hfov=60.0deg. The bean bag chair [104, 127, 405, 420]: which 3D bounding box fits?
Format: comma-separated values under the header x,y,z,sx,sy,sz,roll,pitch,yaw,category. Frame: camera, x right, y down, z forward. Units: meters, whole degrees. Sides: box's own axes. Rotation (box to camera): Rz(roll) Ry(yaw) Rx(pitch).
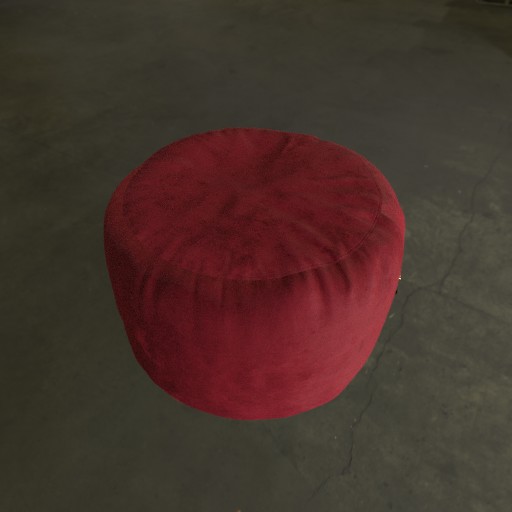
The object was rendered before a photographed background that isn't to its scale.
x,y,z,sx,sy,sz,roll,pitch,yaw,category
0.000,0.000,1.932,1.219,0.762,1.219,0,42,0,bean bag chair
